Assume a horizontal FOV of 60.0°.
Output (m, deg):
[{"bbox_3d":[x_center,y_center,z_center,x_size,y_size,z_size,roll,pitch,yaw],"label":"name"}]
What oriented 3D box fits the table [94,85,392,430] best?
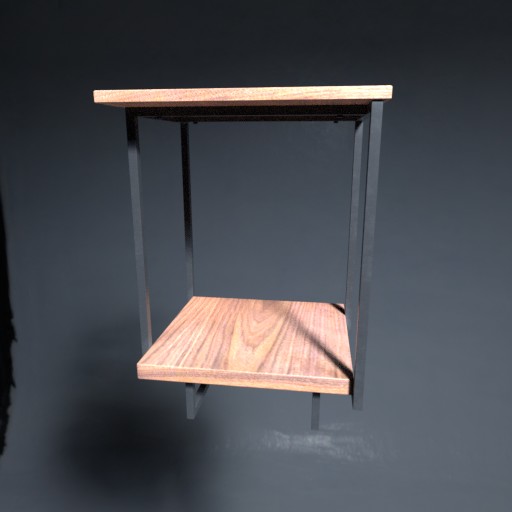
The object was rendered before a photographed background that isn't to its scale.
[{"bbox_3d":[0.000,0.000,0.854,0.411,0.567,0.384,2,15,8],"label":"table"}]
